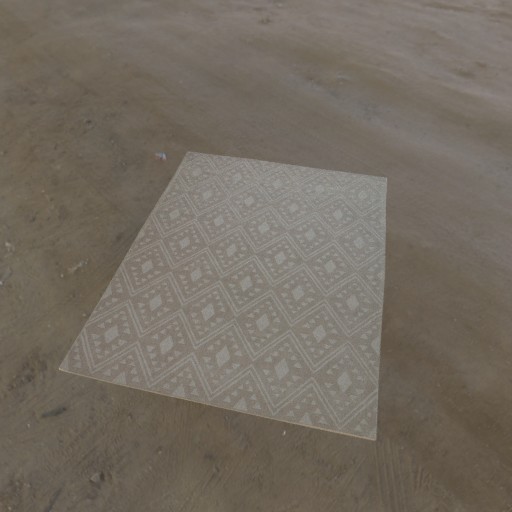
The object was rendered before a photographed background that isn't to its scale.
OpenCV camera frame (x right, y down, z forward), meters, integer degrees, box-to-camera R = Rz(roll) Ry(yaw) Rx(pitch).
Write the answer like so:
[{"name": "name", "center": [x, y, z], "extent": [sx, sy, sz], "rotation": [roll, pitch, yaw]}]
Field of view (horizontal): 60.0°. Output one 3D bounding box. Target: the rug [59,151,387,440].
[{"name": "rug", "center": [0.000, 0.000, 4.202], "extent": [2.399, 0.054, 3.011], "rotation": [9, 48, 9]}]
